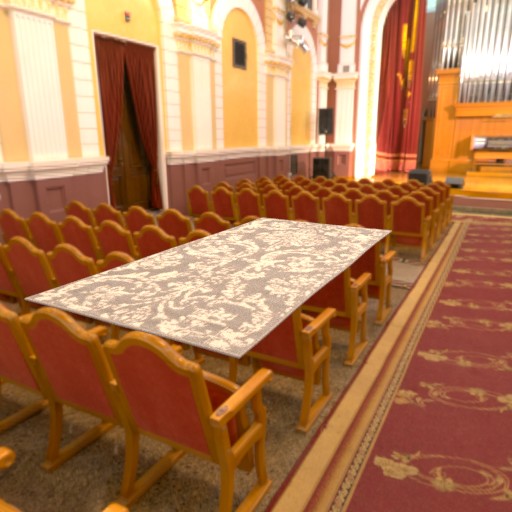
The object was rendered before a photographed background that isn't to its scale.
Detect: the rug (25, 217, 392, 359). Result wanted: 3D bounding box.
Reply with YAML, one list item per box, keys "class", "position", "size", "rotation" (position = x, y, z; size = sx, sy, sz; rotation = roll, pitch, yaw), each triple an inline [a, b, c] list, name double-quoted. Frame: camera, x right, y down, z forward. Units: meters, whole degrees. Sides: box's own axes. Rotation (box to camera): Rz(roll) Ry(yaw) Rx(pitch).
- class: "rug"
  position: [0.000, 0.000, 1.440]
  size: [0.604, 0.007, 1.219]
  rotation: [8, 17, 28]
